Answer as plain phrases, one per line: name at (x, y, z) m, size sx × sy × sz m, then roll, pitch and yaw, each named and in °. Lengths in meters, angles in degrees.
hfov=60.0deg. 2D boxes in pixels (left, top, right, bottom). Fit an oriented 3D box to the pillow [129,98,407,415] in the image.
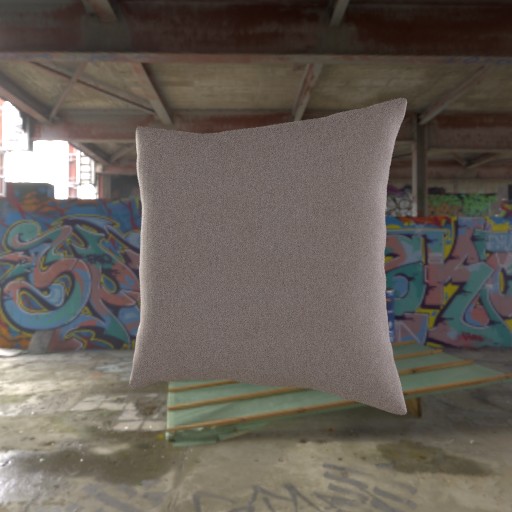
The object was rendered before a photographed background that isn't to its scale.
pillow at (0.000, 0.000, 0.670) m, size 0.433 × 0.436 × 0.173 m, roll 0°, pitch 0°, yaw 19°
